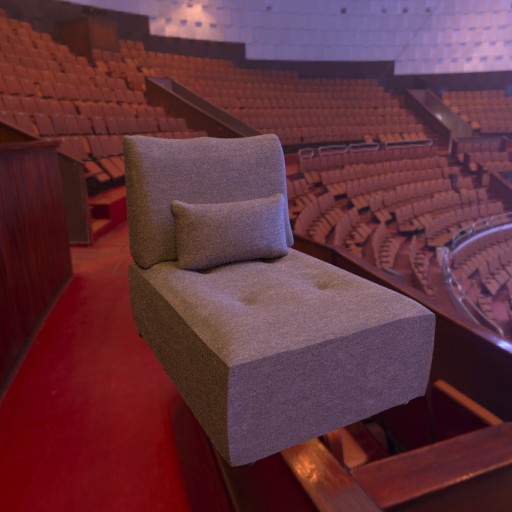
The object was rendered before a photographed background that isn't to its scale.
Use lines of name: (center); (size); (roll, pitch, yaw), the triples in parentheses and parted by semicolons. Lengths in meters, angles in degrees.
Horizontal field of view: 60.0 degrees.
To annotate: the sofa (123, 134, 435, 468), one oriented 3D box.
sofa: (0.000, 0.000, 1.564); (0.700, 0.820, 1.000); (-8, 18, -27)
